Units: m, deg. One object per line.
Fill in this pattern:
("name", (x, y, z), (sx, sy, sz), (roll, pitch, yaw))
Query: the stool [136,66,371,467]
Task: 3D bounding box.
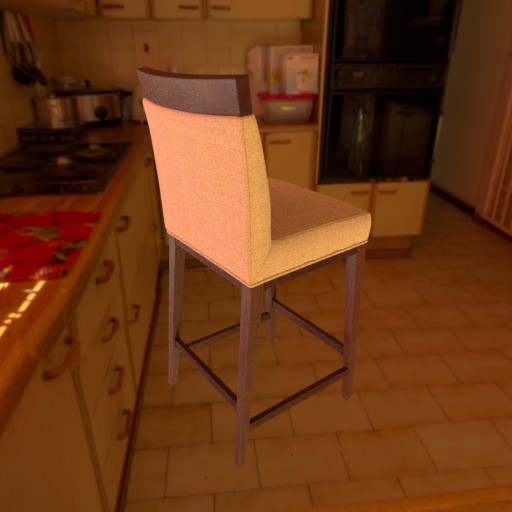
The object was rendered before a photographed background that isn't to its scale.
("stool", (0.000, 0.000, 1.293), (0.480, 1.011, 0.463), (-18, 30, -33))
